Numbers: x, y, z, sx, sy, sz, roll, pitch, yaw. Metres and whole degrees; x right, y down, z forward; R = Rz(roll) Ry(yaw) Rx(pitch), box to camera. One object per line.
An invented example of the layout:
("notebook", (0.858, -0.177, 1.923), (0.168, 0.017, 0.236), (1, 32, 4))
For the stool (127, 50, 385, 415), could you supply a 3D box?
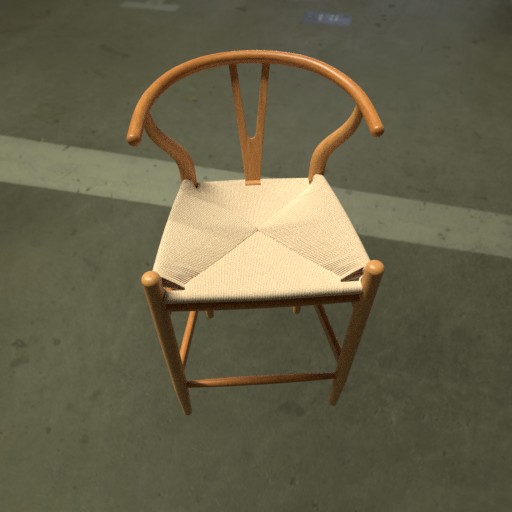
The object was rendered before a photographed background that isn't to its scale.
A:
("stool", (0.000, 0.000, 1.314), (0.569, 0.970, 0.579), (-3, 47, -3))
